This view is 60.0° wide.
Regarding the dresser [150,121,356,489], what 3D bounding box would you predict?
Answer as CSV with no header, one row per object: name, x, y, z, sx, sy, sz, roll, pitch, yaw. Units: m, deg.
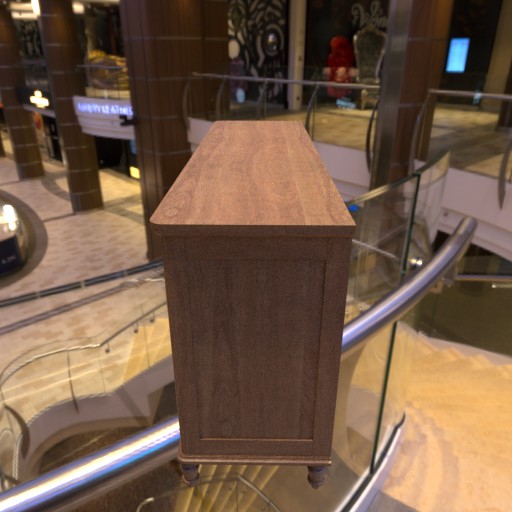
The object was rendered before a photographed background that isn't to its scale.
dresser,0.000,0.000,1.892,0.468,0.892,1.583,0,25,1
